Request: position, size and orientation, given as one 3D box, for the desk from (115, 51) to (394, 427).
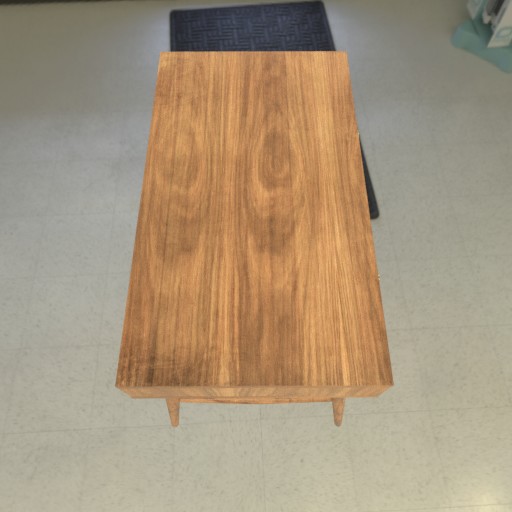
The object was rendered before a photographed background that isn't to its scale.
[{"bbox_3d":[0.000,0.000,1.412,0.588,0.758,0.949,0,63,0],"label":"desk"}]
